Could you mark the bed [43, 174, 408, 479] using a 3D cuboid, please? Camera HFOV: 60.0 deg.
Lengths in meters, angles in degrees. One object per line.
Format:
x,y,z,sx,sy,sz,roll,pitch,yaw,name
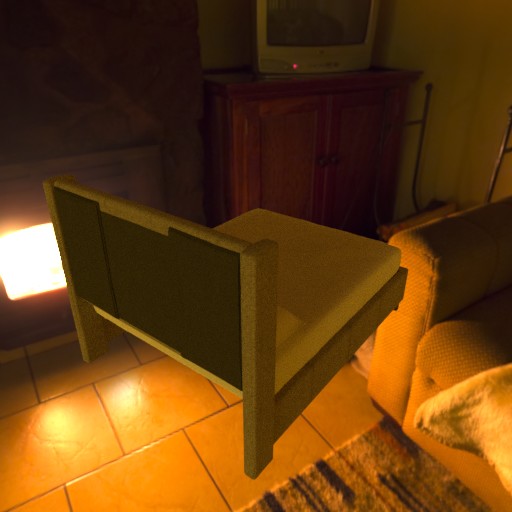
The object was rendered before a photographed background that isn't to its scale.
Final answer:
0.000,0.000,3.465,1.714,1.481,2.245,20,33,33,bed
